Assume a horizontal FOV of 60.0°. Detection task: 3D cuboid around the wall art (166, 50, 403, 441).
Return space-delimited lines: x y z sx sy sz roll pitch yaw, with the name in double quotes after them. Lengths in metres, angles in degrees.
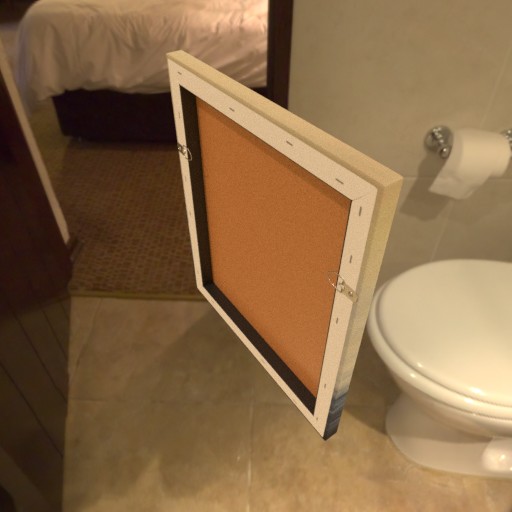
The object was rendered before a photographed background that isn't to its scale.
0.000 0.000 0.985 0.041 0.710 0.608 -25 48 -25 "wall art"
